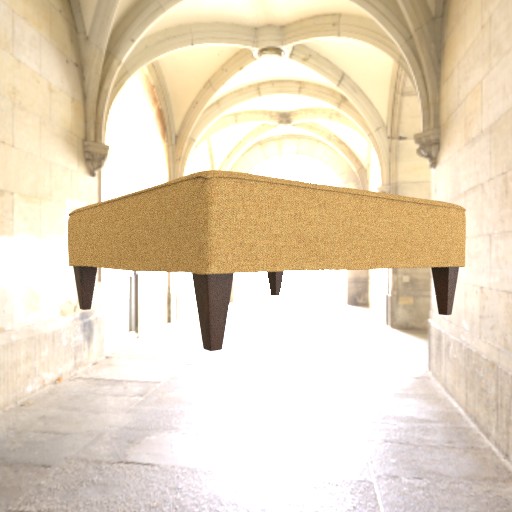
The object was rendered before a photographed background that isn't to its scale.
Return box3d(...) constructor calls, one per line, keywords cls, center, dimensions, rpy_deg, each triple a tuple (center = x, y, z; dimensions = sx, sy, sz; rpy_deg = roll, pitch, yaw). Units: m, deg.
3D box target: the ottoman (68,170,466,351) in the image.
box3d(cls="ottoman", center=(0.000, 0.000, 1.501), dimensions=(0.981, 0.378, 0.970), rpy_deg=(0, 0, -37))
